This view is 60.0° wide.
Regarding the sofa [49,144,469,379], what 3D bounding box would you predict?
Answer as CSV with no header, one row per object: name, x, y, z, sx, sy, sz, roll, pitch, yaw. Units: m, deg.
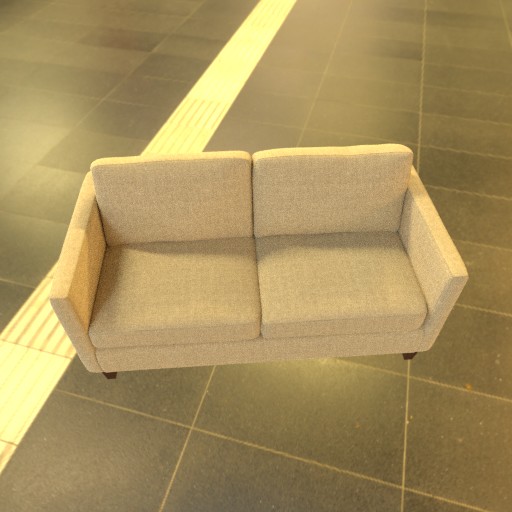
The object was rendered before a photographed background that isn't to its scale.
sofa,0.000,0.000,2.433,1.884,0.963,0.950,-3,47,-3
